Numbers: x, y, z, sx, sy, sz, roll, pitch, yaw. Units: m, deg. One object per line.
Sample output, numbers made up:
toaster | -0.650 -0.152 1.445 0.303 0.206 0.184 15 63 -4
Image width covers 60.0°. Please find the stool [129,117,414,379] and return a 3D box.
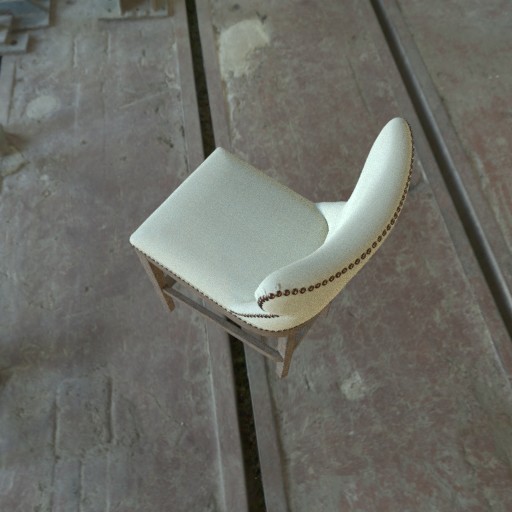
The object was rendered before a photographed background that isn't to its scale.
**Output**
stool | 0.000 0.000 1.305 0.608 0.981 0.498 33 68 15
